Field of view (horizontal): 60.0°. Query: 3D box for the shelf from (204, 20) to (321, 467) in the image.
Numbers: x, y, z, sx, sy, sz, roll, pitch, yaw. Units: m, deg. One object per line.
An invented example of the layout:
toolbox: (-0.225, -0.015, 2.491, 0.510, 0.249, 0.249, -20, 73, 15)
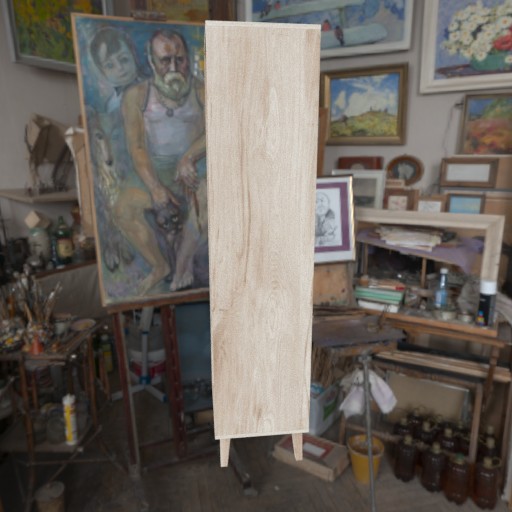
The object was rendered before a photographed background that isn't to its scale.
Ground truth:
shelf: (0.000, 0.000, 2.172, 0.450, 1.960, 0.510, -2, 13, -7)
